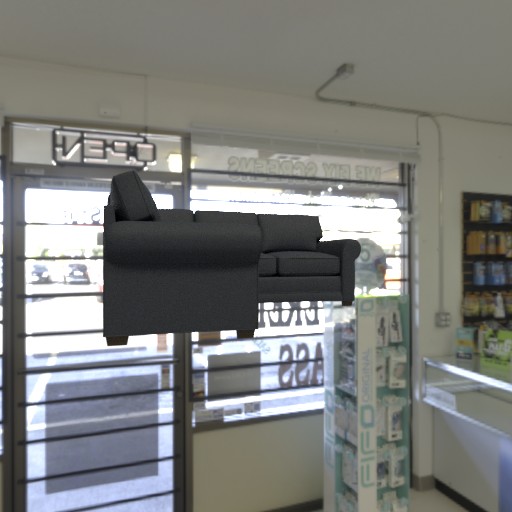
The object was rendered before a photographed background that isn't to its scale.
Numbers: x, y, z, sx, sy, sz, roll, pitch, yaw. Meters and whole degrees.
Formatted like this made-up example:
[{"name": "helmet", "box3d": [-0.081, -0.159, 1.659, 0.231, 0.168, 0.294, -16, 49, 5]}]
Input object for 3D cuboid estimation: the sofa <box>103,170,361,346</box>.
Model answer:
[{"name": "sofa", "box3d": [0.000, 0.000, 3.974, 2.562, 1.042, 2.487, 0, 0, -18]}]
